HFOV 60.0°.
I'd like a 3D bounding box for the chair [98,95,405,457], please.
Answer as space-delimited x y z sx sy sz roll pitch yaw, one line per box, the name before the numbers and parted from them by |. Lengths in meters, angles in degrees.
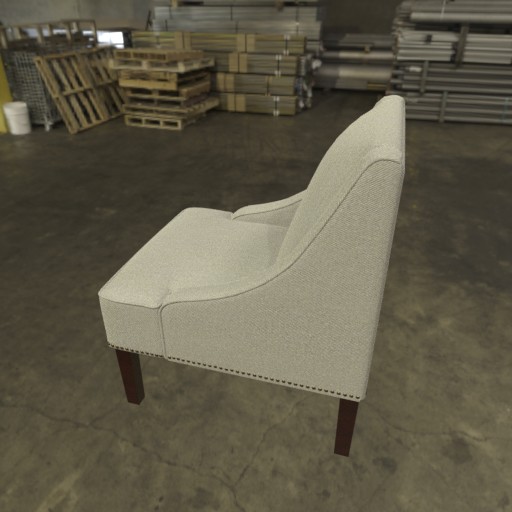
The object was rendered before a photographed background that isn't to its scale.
chair | 0.000 0.000 1.354 0.748 0.872 0.628 8 31 14
